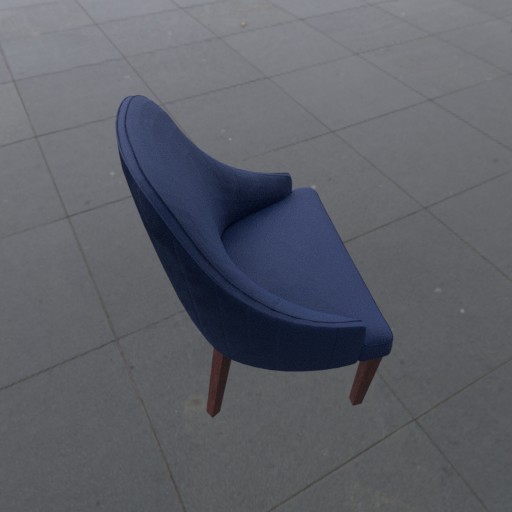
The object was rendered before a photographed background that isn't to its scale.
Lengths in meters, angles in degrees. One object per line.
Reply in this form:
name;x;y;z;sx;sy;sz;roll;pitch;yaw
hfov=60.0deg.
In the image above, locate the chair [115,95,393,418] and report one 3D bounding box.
chair;0.000;0.000;1.232;0.575;0.889;0.643;-10;48;-9
